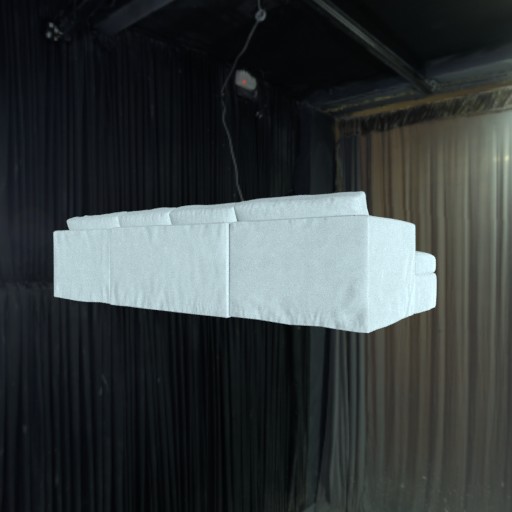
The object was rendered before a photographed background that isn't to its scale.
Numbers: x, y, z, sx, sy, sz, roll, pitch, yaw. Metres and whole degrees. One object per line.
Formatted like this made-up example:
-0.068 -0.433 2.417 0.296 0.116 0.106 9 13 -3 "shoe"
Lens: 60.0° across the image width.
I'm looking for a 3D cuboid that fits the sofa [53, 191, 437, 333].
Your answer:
0.000 0.000 4.538 3.434 0.869 2.440 0 1 36 "sofa"
